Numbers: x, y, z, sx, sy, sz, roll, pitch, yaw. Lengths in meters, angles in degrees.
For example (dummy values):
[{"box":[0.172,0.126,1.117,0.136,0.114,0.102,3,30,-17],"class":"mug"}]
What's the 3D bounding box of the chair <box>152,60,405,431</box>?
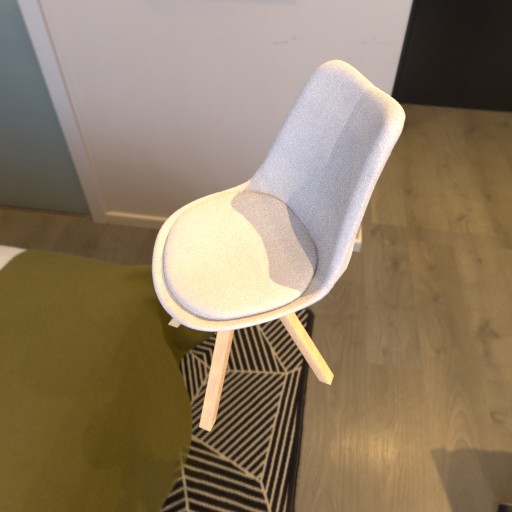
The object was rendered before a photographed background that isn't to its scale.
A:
[{"box":[0.000,0.000,1.178,0.549,0.863,0.474,-15,48,-15],"class":"chair"}]
